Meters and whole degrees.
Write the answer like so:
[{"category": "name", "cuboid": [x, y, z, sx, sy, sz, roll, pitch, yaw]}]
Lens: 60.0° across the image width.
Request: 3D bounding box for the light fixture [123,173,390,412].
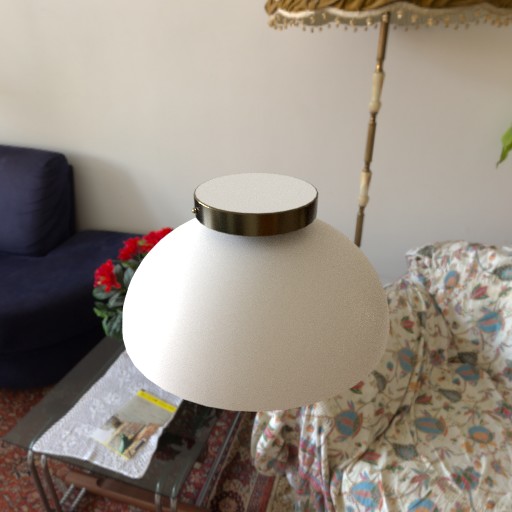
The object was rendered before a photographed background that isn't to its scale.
[{"category": "light fixture", "cuboid": [0.000, 0.000, 0.571, 0.355, 0.177, 0.355, 0, 27, 0]}]
